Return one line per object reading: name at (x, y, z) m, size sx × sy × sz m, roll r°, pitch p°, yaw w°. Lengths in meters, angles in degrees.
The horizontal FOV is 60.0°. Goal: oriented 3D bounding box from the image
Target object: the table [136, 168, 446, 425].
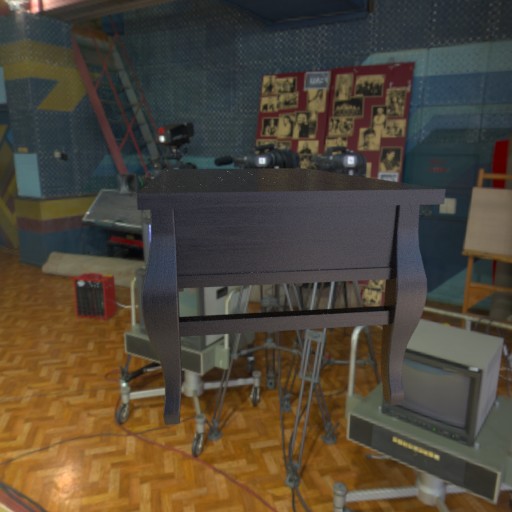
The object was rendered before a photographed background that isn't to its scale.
table at (0.000, 0.000, 1.382) m, size 0.600 × 0.494 × 1.062 m, roll -2°, pitch 13°, yaw -8°
